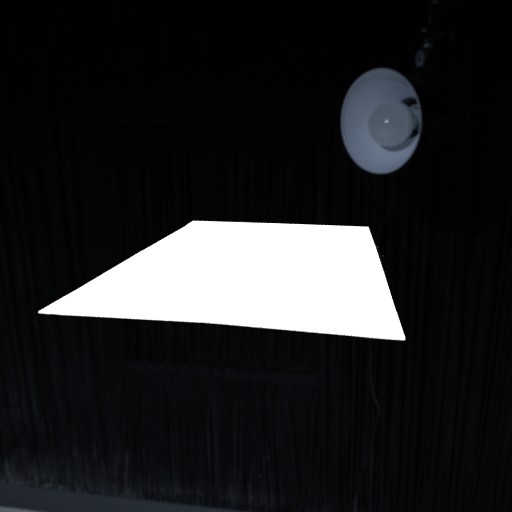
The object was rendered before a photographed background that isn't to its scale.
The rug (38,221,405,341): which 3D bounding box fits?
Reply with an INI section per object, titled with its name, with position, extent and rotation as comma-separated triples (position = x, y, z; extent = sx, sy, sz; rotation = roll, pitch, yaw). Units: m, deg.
[rug]
position = 0.000, 0.000, 3.733
extent = 2.032, 0.038, 2.869
rotation = 3, 15, 10
